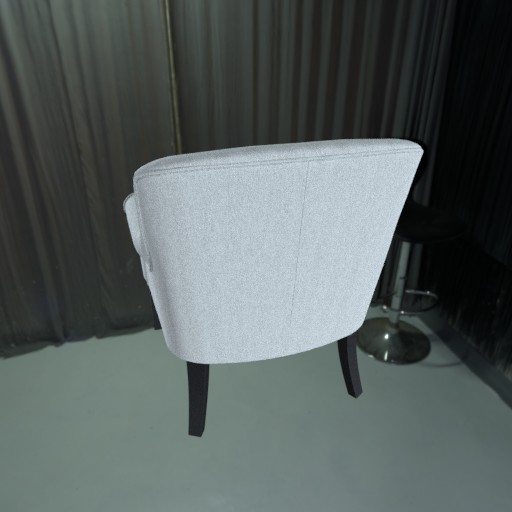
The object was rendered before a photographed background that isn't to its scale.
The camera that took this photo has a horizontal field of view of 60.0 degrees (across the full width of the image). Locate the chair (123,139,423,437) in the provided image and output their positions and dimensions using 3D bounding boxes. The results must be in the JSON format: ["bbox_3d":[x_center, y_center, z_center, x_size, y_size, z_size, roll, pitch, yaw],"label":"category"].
[{"bbox_3d":[0.000,0.000,1.448,0.781,0.875,0.750,-8,28,-15],"label":"chair"}]
